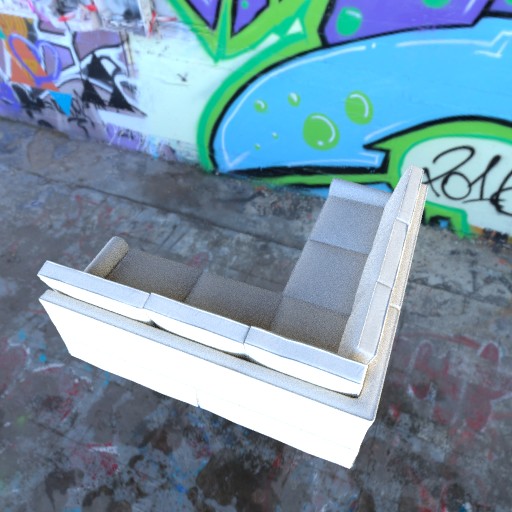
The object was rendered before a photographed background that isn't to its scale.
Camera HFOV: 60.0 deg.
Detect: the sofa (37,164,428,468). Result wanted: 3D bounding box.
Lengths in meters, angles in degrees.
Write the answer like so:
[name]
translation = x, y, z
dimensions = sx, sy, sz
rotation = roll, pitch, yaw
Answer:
[sofa]
translation = 0.000, 0.000, 4.051
dimensions = 2.597, 1.070, 2.591
rotation = 16, 49, 15
